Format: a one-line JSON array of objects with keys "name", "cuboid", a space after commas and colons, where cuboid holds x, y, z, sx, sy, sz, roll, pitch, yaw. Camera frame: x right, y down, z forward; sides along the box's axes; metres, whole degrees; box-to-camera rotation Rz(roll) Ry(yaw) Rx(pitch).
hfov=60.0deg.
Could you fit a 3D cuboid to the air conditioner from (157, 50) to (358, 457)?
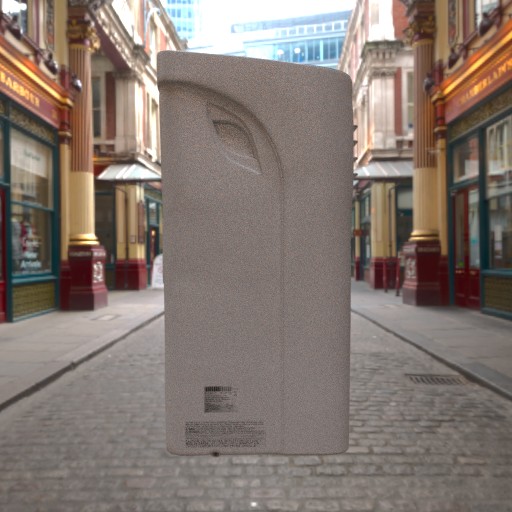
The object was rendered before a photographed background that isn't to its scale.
[{"name": "air conditioner", "cuboid": [0.000, 0.000, 0.918, 0.369, 0.716, 0.352, 0, -1, -1]}]
